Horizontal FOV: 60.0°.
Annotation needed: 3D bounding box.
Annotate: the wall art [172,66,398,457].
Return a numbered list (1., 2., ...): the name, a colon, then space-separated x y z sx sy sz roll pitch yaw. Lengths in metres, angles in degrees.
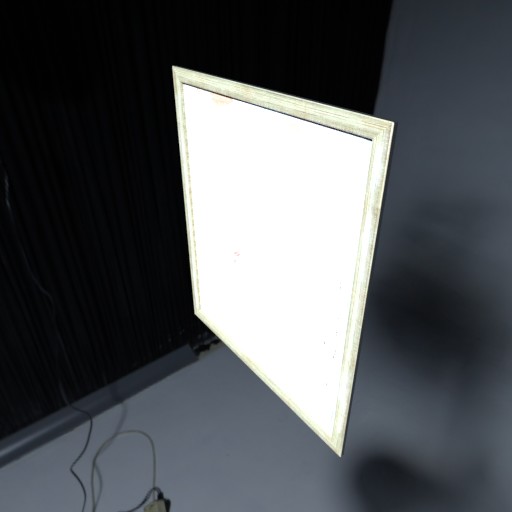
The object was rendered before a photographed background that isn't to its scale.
1. wall art: 0.000 0.000 0.770 0.009 0.559 0.483 -21 37 -31
